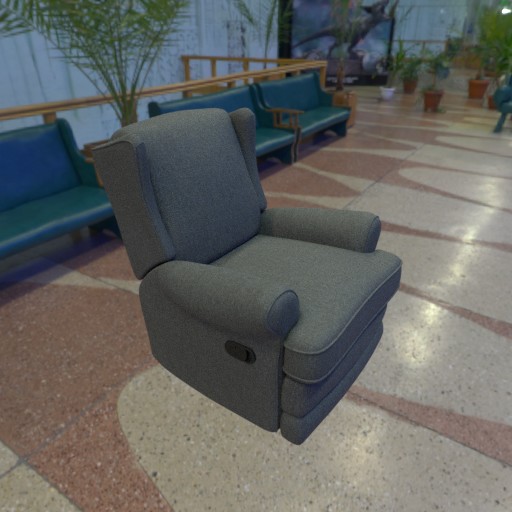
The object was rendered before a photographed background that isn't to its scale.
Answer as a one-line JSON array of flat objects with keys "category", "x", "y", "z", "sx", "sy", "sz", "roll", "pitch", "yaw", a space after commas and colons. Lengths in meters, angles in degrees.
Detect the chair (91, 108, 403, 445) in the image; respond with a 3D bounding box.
[{"category": "chair", "x": 0.000, "y": 0.000, "z": 1.735, "sx": 0.969, "sy": 1.011, "sz": 0.847, "roll": 18, "pitch": 33, "yaw": 31}]
